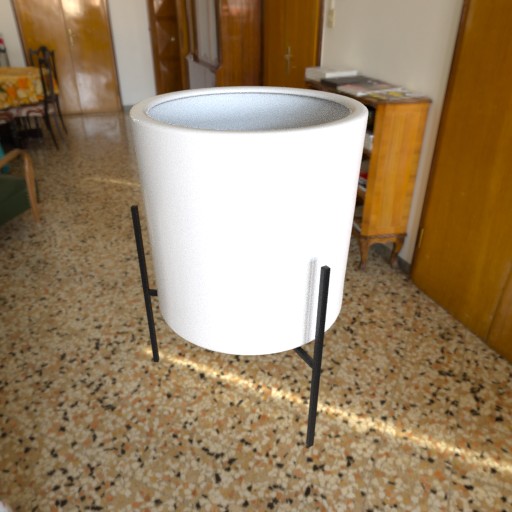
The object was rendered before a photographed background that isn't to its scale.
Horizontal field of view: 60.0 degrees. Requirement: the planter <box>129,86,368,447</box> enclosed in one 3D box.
[{"bbox_3d":[0.000,0.000,0.646,0.307,0.431,0.308,19,34,29],"label":"planter"}]
